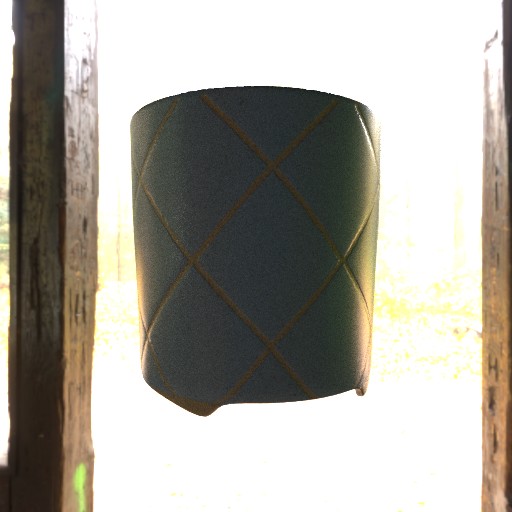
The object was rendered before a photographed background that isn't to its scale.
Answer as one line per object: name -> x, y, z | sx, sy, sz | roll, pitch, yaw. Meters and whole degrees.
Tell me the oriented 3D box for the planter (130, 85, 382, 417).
planter -> 0.000, 0.000, 0.415 | 0.227, 0.235, 0.227 | 0, 0, 0
